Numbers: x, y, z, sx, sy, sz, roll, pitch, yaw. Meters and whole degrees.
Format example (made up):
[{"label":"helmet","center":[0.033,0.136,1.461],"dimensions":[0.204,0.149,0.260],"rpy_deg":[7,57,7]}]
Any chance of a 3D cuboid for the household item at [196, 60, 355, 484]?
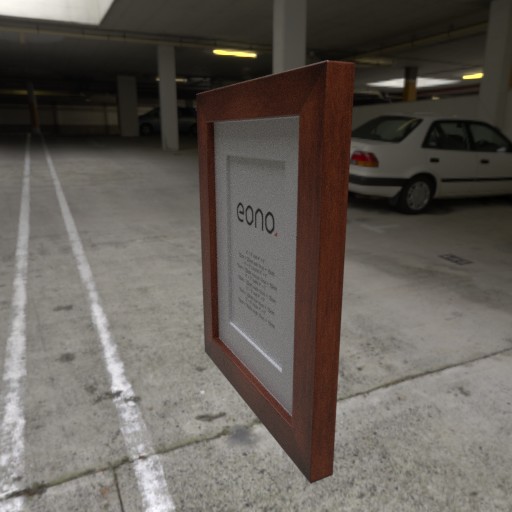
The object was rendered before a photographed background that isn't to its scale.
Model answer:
[{"label":"household item","center":[0.000,0.000,0.341],"dimensions":[0.020,0.250,0.200],"rpy_deg":[-7,17,-25]}]
